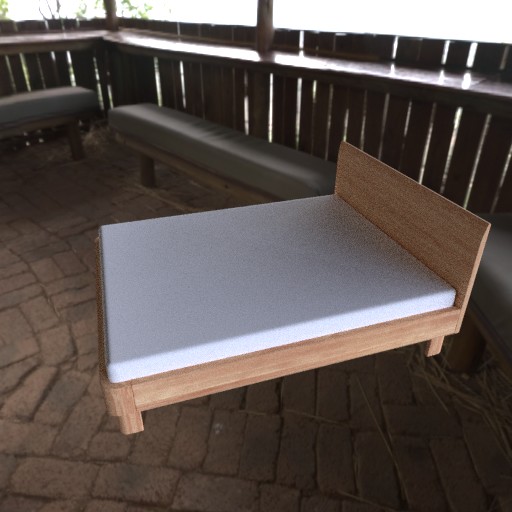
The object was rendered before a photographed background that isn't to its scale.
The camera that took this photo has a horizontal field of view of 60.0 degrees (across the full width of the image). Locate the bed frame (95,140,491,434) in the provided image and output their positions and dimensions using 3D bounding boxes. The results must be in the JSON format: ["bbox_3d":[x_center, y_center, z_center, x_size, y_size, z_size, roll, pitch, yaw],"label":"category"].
[{"bbox_3d":[0.000,0.000,2.995,2.092,0.940,1.660,-9,32,-16],"label":"bed frame"}]
